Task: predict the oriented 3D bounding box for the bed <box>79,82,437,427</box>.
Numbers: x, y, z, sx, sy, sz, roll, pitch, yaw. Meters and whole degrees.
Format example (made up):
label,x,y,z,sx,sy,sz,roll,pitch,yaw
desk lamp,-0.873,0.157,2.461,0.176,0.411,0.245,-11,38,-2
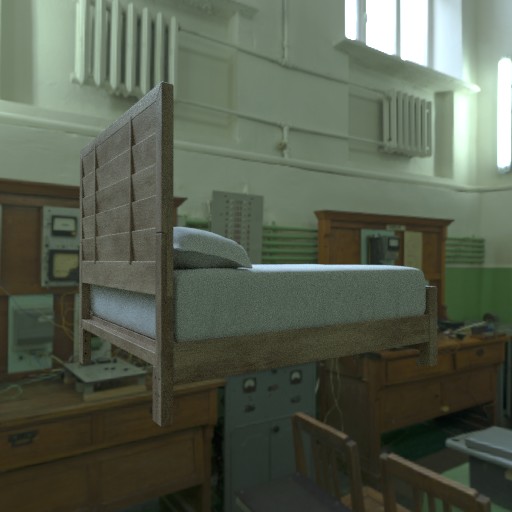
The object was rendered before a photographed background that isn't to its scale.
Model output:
label,x,y,z,sx,sy,sz,roll,pitch,yaw
bed,0.000,0.000,3.371,2.197,1.626,1.626,0,-1,-34
